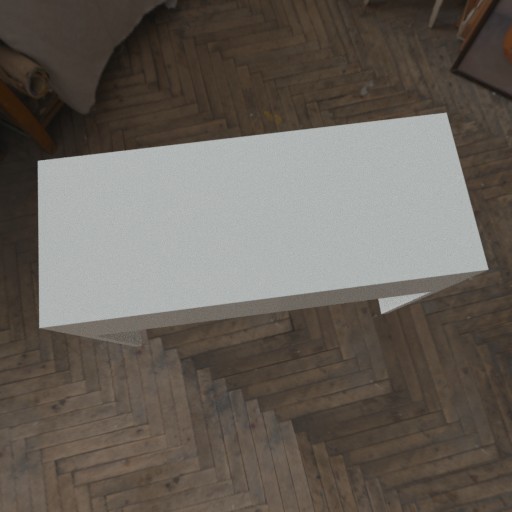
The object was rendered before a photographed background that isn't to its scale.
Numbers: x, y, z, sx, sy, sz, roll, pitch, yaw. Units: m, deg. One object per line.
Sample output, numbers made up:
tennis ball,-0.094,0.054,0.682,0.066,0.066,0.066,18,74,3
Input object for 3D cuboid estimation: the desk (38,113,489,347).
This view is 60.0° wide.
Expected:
desk,0.000,0.000,1.410,1.000,0.790,0.400,-7,76,-2
